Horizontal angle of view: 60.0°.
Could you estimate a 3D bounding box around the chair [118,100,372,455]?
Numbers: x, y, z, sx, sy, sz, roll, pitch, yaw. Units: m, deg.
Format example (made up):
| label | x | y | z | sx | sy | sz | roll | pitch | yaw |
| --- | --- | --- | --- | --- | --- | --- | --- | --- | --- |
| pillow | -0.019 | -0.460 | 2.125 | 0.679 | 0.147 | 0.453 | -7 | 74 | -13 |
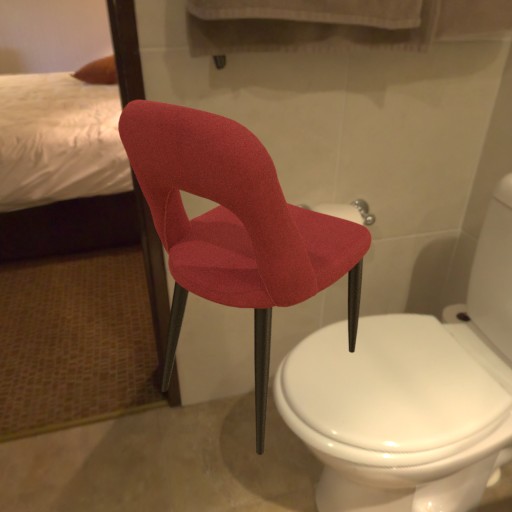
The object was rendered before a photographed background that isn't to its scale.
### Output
| label | x | y | z | sx | sy | sz | roll | pitch | yaw |
| --- | --- | --- | --- | --- | --- | --- | --- | --- | --- |
| chair | 0.000 | 0.000 | 1.221 | 0.483 | 0.892 | 0.569 | 21 | 37 | 31 |
